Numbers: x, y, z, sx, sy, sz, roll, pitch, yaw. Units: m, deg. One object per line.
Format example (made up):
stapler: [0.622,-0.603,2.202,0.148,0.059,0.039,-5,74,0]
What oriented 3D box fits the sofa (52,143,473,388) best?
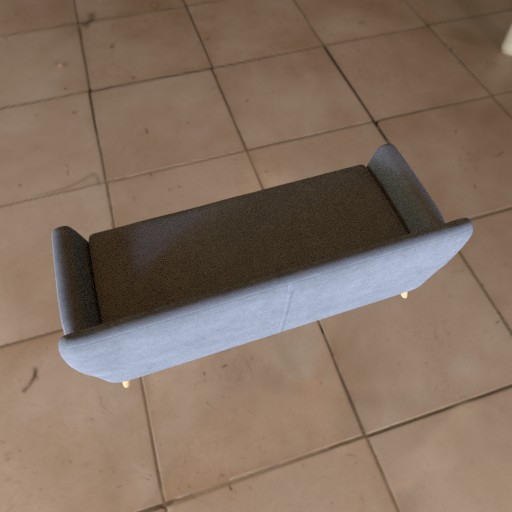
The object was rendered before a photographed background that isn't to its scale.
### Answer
sofa: [0.000,0.000,2.375,1.970,0.830,0.830,-16,59,-10]
